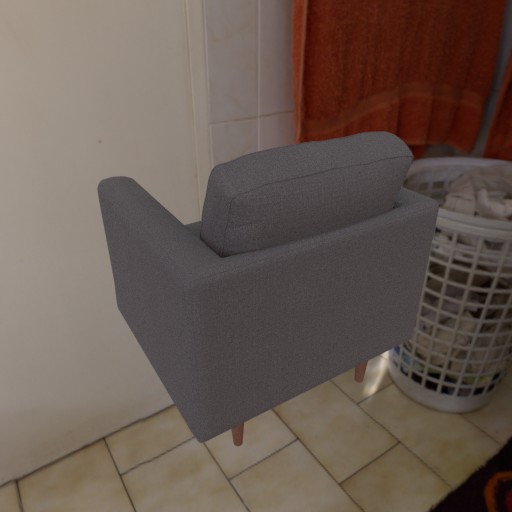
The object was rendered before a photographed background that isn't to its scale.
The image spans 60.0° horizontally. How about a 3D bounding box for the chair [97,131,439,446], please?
[{"bbox_3d":[0.000,0.000,1.552,0.854,0.927,0.800,-17,34,-27],"label":"chair"}]
